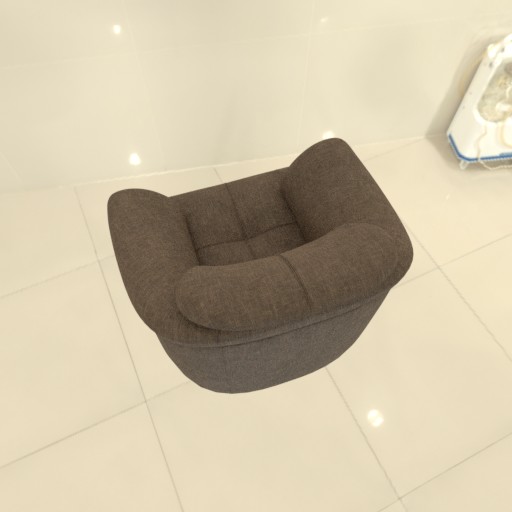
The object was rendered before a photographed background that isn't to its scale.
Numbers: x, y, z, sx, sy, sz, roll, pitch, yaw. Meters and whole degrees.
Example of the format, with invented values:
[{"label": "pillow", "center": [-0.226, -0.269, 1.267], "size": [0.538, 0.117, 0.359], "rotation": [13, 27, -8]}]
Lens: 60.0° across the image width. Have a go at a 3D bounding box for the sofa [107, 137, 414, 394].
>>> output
[{"label": "sofa", "center": [0.000, 0.000, 1.512], "size": [0.870, 0.811, 0.794], "rotation": [-16, 61, -9]}]
